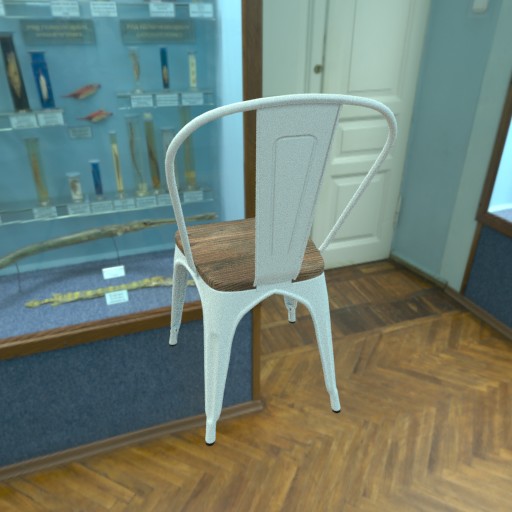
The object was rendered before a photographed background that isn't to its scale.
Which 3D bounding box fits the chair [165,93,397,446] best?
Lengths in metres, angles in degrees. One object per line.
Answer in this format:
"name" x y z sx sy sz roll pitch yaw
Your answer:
"chair" 0.000 0.000 1.136 0.452 0.851 0.521 -8 29 -15
